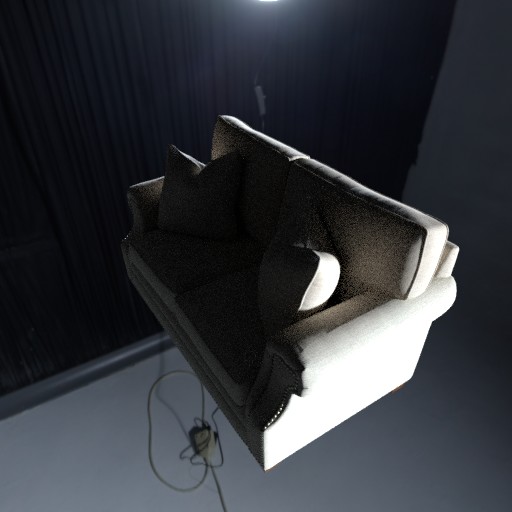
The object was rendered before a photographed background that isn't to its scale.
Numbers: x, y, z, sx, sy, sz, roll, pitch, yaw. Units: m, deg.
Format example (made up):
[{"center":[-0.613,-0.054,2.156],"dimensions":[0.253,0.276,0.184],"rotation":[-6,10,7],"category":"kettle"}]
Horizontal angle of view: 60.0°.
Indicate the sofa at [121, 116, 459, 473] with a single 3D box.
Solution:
[{"center":[0.000,0.000,2.245],"dimensions":[0.966,0.966,1.701],"rotation":[-20,39,-27],"category":"sofa"}]
